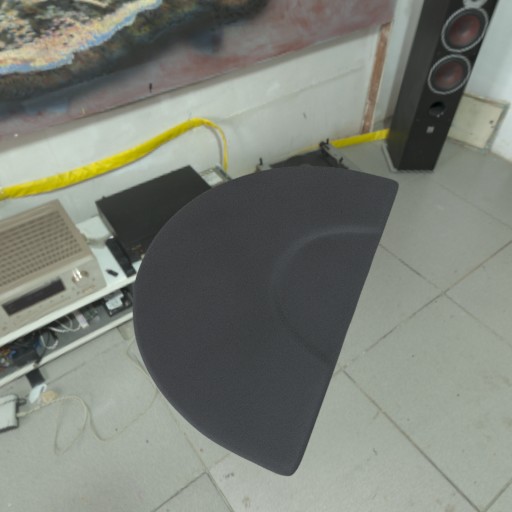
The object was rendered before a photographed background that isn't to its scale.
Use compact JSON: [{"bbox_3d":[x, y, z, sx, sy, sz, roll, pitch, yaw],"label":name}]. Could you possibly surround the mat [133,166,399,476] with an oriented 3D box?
[{"bbox_3d":[0.000,0.000,1.872,0.917,0.016,1.525,18,50,16],"label":"mat"}]
